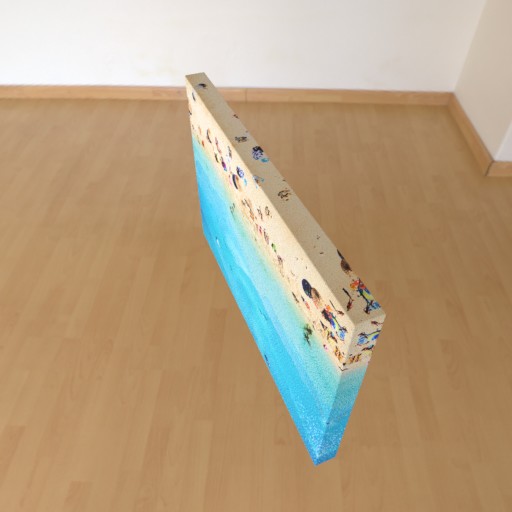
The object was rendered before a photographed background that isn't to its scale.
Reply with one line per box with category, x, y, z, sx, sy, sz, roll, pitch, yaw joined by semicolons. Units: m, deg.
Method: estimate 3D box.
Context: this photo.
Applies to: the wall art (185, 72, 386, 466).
wall art;0.000;0.000;1.156;0.057;0.595;0.894;-17;49;-15
